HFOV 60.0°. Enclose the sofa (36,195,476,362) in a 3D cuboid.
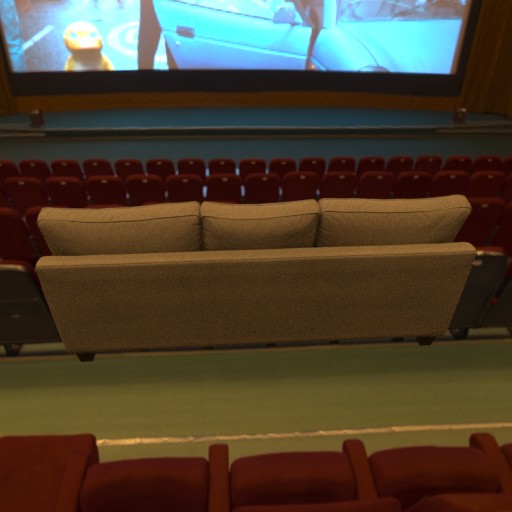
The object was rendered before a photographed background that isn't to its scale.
[{"bbox_3d":[0.000,0.000,2.844,2.323,0.991,1.016,-2,29,-4],"label":"sofa"}]
